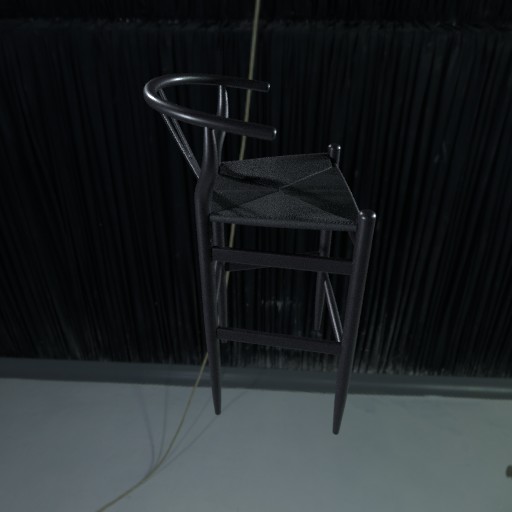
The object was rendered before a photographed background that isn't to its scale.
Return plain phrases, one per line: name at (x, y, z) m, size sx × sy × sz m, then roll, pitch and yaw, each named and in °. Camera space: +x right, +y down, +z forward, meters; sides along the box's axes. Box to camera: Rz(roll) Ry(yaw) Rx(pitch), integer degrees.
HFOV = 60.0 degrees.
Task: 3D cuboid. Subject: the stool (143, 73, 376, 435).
stool at (0.000, 0.000, 1.440) m, size 0.579 × 1.072 × 0.569 m, roll 0°, pitch 31°, yaw 0°
